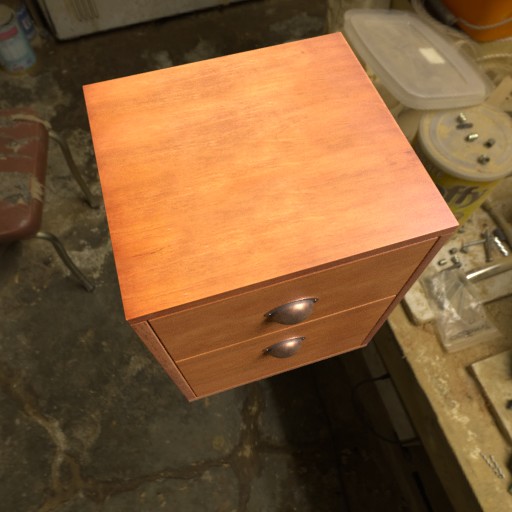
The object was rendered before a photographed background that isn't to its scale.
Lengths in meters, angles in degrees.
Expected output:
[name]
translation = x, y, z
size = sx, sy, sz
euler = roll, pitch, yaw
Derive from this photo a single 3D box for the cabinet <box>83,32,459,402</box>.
[cabinet]
translation = 0.000, 0.000, 0.846
size = 0.409, 0.579, 0.401
euler = -15, 63, -8
